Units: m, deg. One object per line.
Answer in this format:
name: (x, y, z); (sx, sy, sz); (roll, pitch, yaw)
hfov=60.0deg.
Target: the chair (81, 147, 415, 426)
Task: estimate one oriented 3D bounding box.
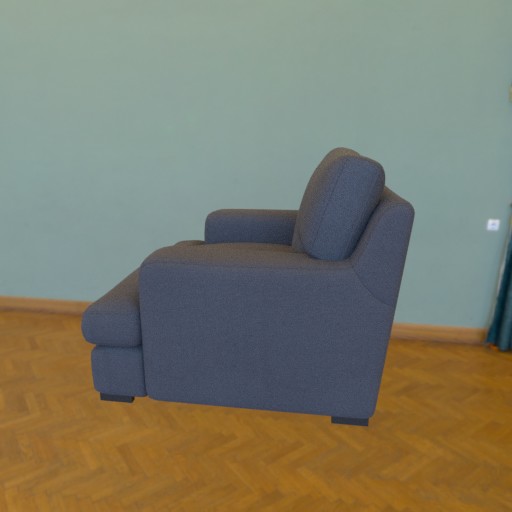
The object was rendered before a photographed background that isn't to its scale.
chair: (0.000, 0.000, 2.009); (1.143, 0.940, 1.168); (2, 15, 8)
